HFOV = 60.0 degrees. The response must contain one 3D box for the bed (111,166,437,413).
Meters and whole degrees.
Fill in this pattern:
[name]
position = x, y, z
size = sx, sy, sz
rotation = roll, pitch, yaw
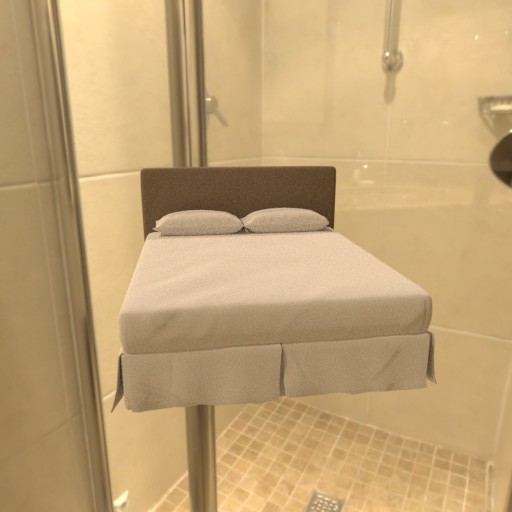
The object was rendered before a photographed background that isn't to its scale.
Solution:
[bed]
position = 0.000, 0.000, 3.726
size = 2.119, 1.317, 2.341
rotation = -2, 16, -8
